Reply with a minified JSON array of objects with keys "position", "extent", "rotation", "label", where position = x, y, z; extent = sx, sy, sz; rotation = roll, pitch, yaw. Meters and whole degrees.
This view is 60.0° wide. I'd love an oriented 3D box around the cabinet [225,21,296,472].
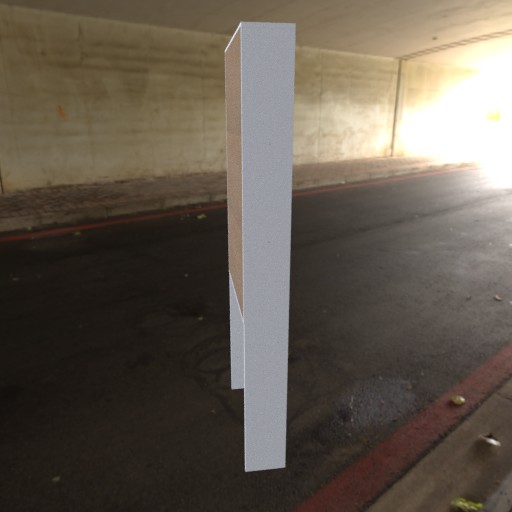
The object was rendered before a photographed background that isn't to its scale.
[{"position":[0.000,0.000,1.992],"extent":[0.192,1.770,0.643],"rotation":[-3,17,-8],"label":"cabinet"}]
